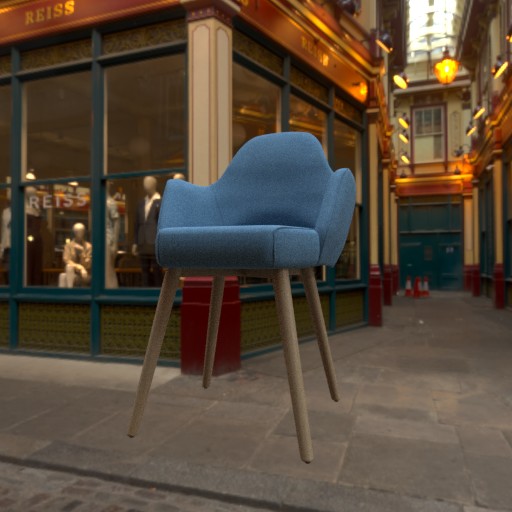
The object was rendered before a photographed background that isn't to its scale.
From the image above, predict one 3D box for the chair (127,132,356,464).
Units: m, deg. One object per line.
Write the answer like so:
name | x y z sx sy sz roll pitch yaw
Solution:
chair | 0.000 0.000 1.359 0.589 0.920 0.666 0 0 18
